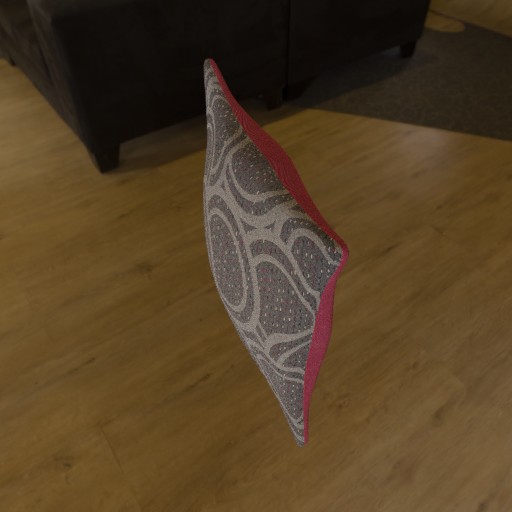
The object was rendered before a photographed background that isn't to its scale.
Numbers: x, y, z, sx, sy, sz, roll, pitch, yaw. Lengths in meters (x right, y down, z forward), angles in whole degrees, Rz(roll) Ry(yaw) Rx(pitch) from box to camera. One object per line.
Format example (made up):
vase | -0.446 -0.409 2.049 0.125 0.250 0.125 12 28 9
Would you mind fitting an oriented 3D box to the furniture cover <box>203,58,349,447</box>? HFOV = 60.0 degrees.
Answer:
furniture cover | 0.000 0.000 0.796 0.163 0.513 0.514 -14 48 -14
